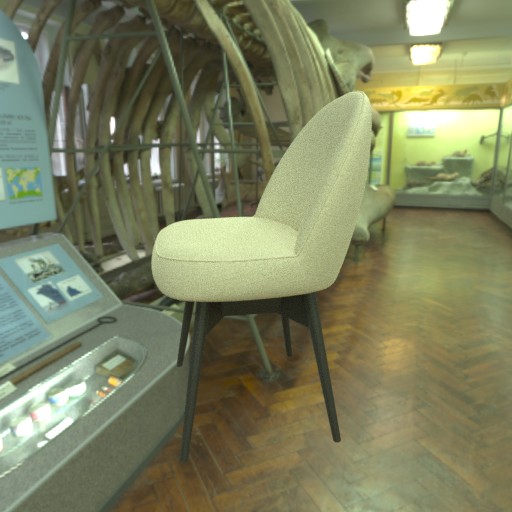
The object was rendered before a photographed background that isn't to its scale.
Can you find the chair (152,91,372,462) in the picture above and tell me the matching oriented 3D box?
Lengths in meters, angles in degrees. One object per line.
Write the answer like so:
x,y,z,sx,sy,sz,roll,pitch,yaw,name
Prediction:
0.000,0.000,1.183,0.540,0.838,0.532,-3,15,-10,chair
